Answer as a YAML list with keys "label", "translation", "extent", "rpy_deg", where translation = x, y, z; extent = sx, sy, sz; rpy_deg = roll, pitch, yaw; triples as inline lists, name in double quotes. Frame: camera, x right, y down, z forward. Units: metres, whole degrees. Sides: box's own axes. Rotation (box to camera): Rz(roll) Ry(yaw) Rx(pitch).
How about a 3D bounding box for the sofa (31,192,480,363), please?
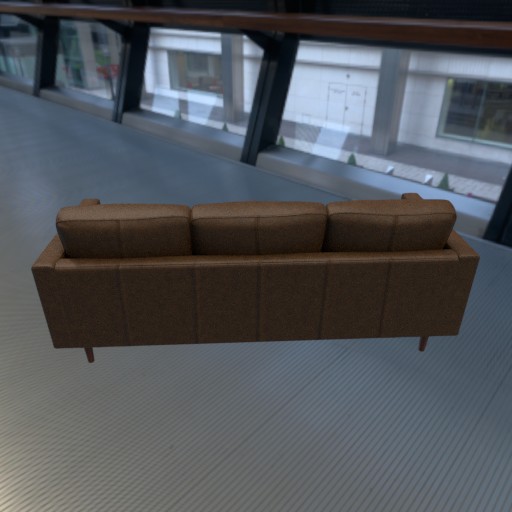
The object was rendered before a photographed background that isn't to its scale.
- label: "sofa"
  translation: [0.000, 0.000, 2.688]
  extent: [2.231, 0.930, 0.903]
  rpy_deg: [-1, 29, -2]
